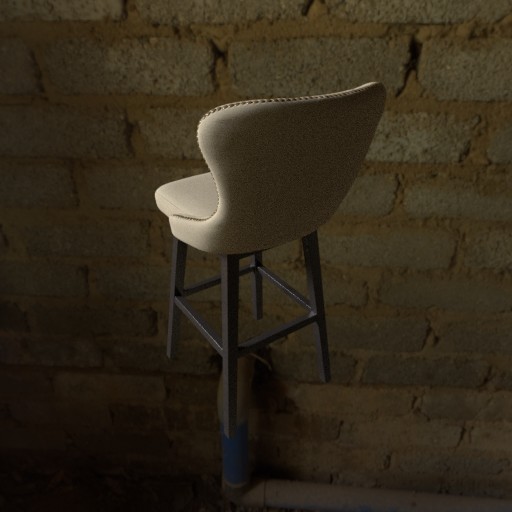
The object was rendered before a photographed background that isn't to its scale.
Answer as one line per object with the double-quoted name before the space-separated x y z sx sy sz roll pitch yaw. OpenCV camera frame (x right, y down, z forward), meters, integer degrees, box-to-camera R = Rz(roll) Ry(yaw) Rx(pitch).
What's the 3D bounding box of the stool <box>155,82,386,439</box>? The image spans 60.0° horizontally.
"stool" 0.000 0.000 1.388 0.528 1.066 0.605 -20 36 -29
